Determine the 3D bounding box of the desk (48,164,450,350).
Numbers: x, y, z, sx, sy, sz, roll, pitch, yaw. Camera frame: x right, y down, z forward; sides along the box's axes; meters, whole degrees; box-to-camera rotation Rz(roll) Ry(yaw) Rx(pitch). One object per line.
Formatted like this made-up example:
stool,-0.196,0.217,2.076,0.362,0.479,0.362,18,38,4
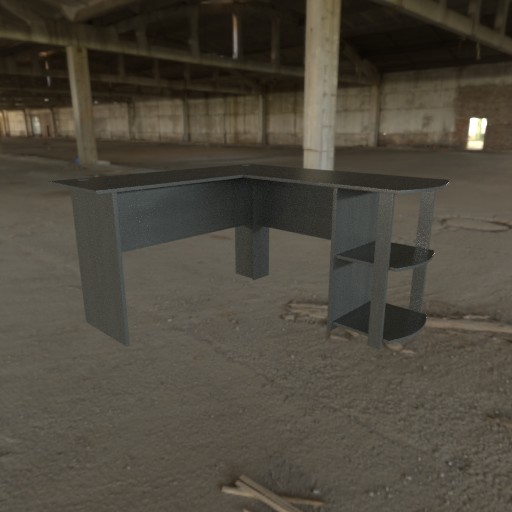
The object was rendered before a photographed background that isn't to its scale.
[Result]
desk,0.000,0.000,2.114,1.361,0.716,1.303,15,22,41
